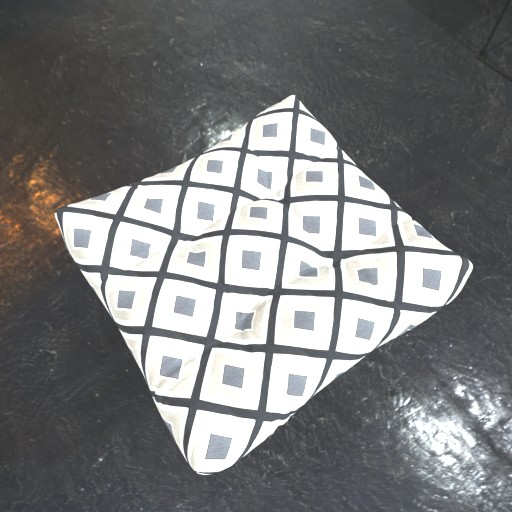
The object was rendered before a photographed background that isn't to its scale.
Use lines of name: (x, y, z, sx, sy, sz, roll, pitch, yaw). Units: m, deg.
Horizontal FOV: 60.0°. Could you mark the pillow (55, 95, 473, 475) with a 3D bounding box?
pillow: (0.000, 0.000, 0.714, 0.490, 0.128, 0.468, -31, 67, -15)
